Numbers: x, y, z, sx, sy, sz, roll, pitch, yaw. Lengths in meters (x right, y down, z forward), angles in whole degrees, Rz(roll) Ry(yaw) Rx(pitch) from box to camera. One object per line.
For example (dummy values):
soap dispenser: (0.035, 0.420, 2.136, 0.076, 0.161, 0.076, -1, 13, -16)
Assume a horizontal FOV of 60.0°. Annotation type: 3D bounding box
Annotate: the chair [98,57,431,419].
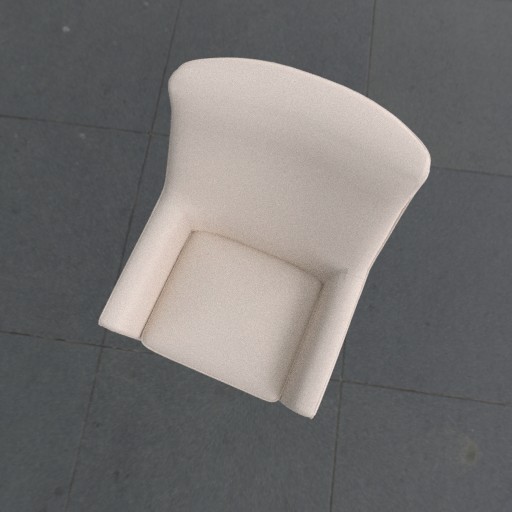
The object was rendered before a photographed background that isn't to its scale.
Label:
chair: (0.000, 0.000, 1.553, 0.756, 0.916, 0.879, 22, 76, 6)
